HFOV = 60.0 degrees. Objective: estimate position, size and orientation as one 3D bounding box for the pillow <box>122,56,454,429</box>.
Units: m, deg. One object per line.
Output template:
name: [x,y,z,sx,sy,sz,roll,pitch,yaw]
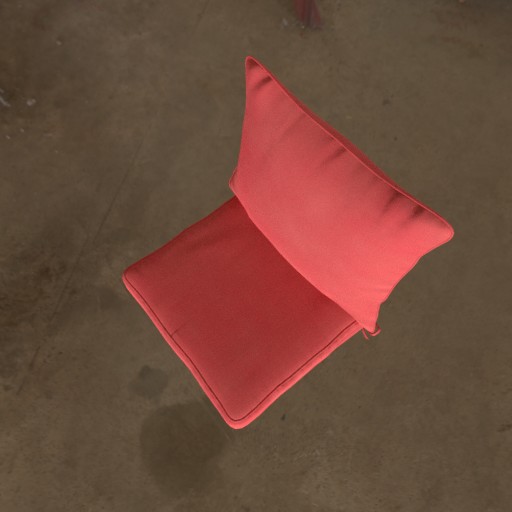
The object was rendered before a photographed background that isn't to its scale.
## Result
pillow: [0.000,0.000,1.386,0.733,0.725,0.798,-36,69,-16]
